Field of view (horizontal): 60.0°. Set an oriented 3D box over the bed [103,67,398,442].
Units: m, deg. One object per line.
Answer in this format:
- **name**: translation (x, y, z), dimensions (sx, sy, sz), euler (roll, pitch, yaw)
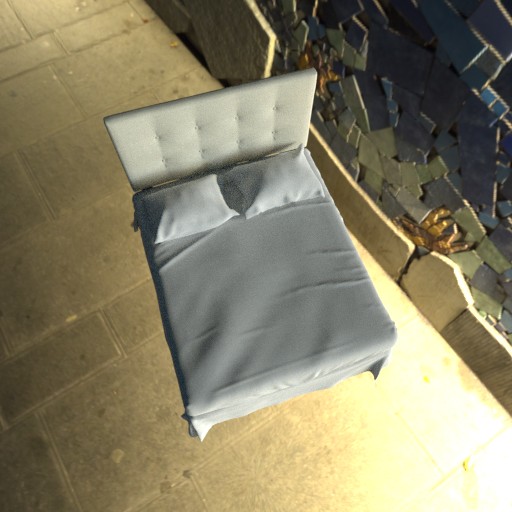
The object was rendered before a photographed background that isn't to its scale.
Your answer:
- **bed**: translation (0.000, 0.000, 3.531), dimensions (1.936, 1.577, 2.222), euler (-17, 65, -8)
